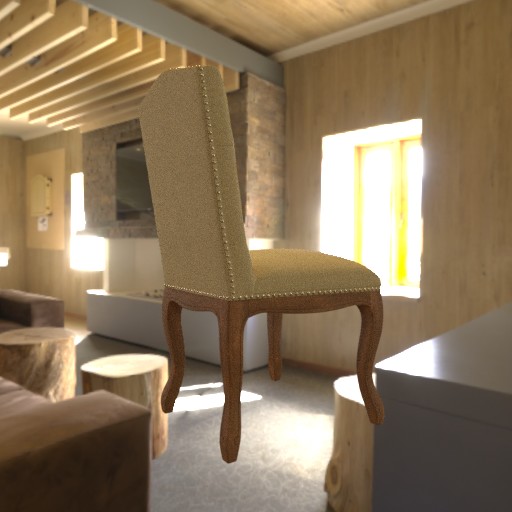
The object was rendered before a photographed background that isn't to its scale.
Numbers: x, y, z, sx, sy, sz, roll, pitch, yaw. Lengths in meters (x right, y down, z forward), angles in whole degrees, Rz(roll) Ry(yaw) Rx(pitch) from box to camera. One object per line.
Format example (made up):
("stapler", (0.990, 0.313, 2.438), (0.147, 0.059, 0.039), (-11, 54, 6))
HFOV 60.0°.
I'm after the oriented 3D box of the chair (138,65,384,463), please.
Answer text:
("chair", (0.000, 0.000, 1.591), (0.715, 1.165, 0.623), (-1, 3, -35))
